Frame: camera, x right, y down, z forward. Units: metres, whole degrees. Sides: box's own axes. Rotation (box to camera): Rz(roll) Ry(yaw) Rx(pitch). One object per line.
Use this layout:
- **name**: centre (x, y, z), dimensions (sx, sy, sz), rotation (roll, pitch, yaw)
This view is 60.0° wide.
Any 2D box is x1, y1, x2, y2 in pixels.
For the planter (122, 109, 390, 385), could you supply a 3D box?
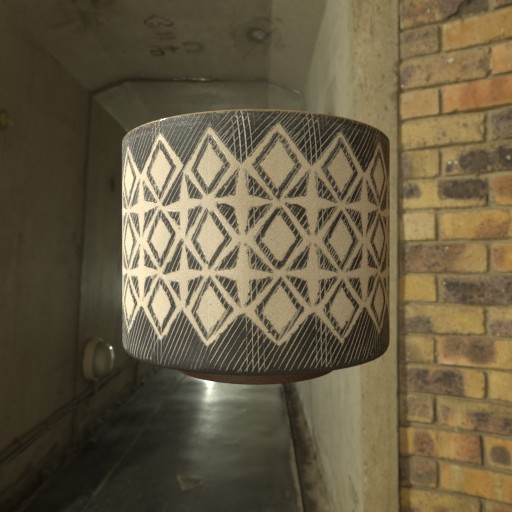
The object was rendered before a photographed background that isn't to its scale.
- **planter**: centre (0.000, 0.000, 0.219), dimensions (0.126, 0.104, 0.126), rotation (0, 0, 0)
